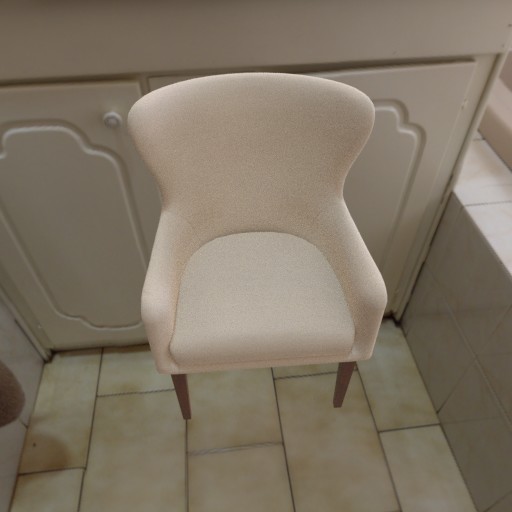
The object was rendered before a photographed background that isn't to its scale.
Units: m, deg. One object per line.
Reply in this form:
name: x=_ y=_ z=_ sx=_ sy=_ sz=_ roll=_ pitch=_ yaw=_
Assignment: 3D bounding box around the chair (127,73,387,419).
chair: x=0.000 y=0.000 z=1.504 sx=0.696 sy=0.990 sz=0.744 roll=-3 pitch=46 yaw=-3
